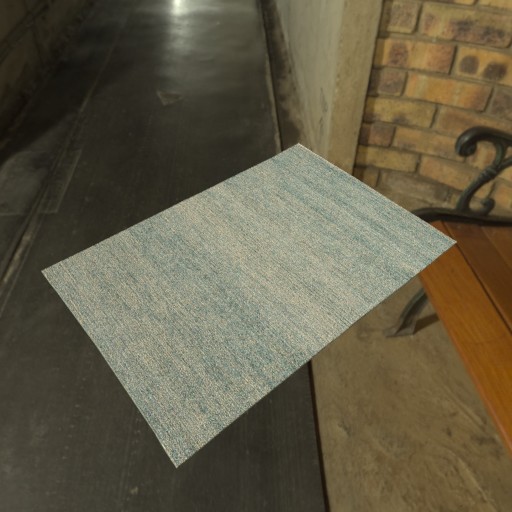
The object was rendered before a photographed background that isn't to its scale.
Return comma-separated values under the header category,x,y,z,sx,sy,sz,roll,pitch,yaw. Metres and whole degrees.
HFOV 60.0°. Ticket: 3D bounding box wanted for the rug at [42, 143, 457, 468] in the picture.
category,x,y,z,sx,sy,sz,roll,pitch,yaw
rug,0.000,0.000,5.237,4.078,0.052,2.802,-31,55,-26
